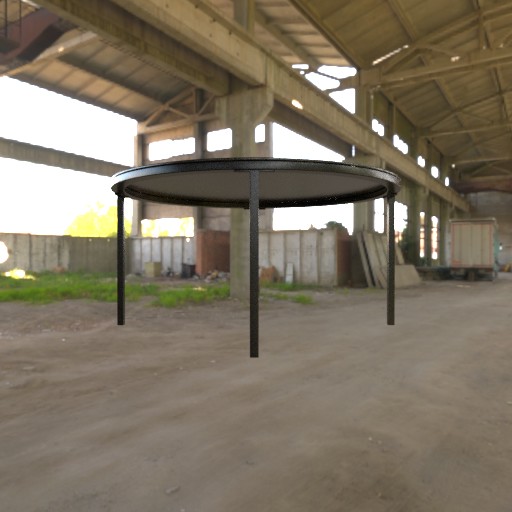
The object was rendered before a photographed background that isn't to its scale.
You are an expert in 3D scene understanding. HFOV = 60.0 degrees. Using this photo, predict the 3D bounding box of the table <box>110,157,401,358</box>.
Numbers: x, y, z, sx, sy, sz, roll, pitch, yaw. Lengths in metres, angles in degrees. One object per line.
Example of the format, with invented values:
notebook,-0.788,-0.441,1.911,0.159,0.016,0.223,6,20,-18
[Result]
table,0.000,0.000,1.282,0.800,0.400,0.800,0,0,0
